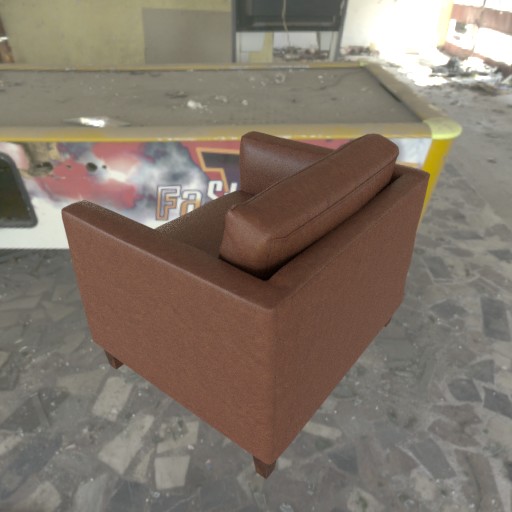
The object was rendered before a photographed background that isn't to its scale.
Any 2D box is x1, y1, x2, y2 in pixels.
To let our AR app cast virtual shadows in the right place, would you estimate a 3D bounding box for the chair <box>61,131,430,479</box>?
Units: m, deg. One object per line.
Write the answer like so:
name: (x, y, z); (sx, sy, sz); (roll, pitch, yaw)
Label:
chair: (0.000, 0.000, 1.795); (0.959, 0.917, 1.107); (23, 39, 31)
